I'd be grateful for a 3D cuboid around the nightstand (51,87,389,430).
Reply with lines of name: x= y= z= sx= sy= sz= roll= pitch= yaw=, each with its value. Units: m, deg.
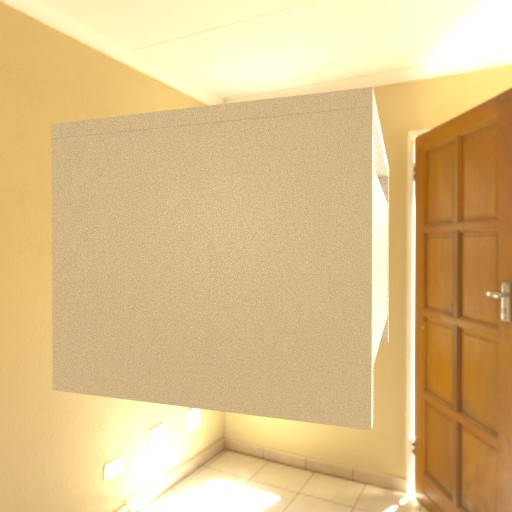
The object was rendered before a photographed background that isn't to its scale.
nightstand: x=0.000 y=0.000 z=0.739 sx=0.408 sy=0.351 sz=0.470 roll=0 pitch=1 yaw=19
